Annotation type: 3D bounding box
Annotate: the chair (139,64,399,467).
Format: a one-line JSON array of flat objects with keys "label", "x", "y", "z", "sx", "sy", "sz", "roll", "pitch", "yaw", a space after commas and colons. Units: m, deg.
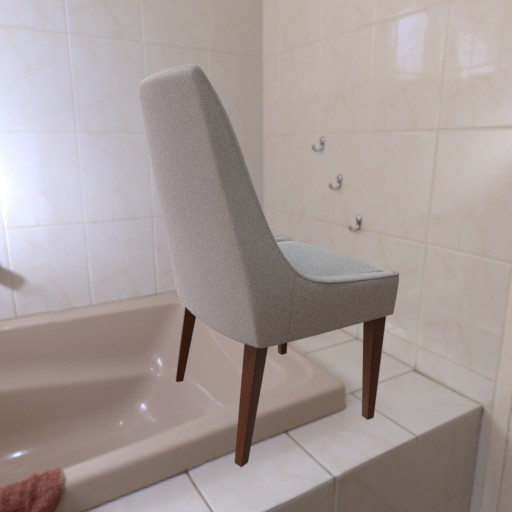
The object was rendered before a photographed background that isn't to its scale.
[{"label": "chair", "x": 0.000, "y": 0.000, "z": 1.169, "sx": 0.544, "sy": 0.861, "sz": 0.529, "roll": -8, "pitch": 16, "yaw": -28}]
